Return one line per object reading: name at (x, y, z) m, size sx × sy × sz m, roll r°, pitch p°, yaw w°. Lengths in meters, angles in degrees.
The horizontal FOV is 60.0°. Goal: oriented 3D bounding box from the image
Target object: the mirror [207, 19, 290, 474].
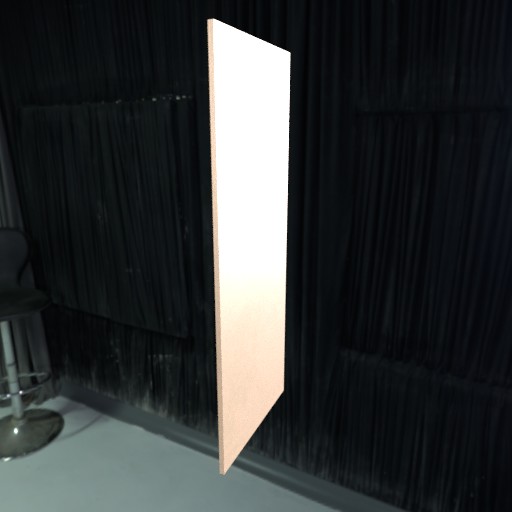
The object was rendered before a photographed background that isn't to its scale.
mirror at (0.000, 0.000, 2.274) m, size 0.026 × 2.031 × 0.812 m, roll 7°, pitch 17°, yaw 24°
